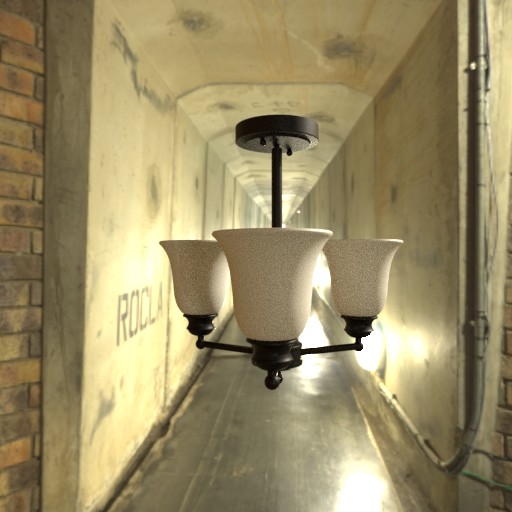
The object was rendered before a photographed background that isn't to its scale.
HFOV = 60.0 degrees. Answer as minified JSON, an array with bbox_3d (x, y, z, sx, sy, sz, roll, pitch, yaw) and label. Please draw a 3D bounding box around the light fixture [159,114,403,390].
[{"bbox_3d":[0.000,0.000,0.661,0.354,0.370,0.388,-1,-1,35],"label":"light fixture"}]
